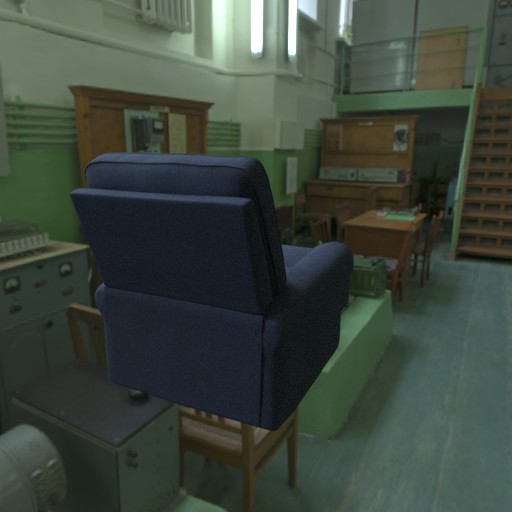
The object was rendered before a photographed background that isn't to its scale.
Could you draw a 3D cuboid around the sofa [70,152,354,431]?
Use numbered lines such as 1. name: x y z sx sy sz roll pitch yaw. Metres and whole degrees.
1. sofa: 0.000 0.000 2.067 0.880 0.959 1.478 7 16 26
